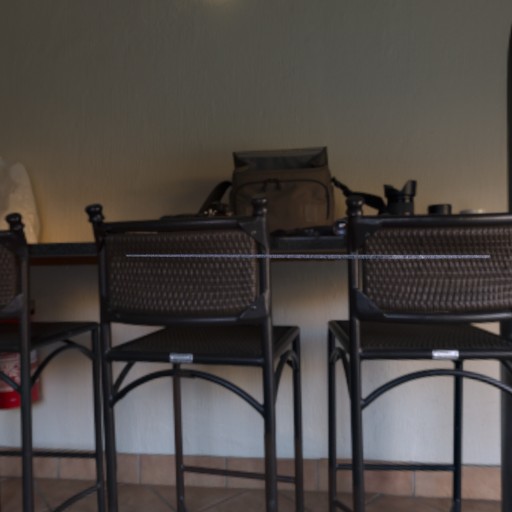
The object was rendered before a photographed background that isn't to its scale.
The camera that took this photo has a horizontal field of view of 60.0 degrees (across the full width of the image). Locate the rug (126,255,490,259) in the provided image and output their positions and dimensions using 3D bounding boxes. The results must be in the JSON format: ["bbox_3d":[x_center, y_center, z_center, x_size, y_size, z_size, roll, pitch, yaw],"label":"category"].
[{"bbox_3d":[0.000,0.000,2.519,0.691,0.011,2.296,0,0,-36],"label":"rug"}]
